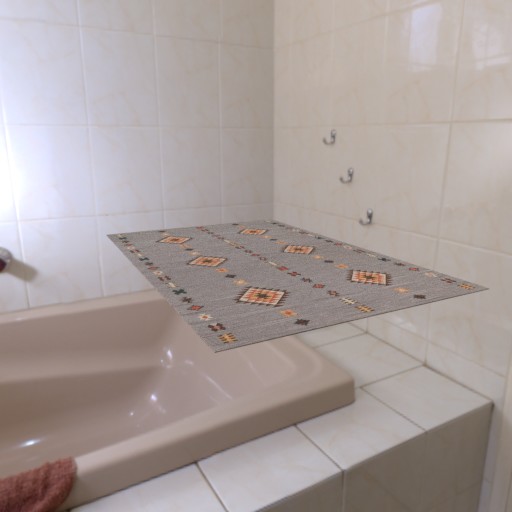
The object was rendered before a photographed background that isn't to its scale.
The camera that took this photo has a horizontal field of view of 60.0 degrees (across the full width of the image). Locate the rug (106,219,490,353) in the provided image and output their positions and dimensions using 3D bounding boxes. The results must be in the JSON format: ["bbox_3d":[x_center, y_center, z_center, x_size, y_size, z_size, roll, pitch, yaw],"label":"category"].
[{"bbox_3d":[0.000,0.000,2.328,1.217,0.005,1.818,-8,17,-27],"label":"rug"}]
